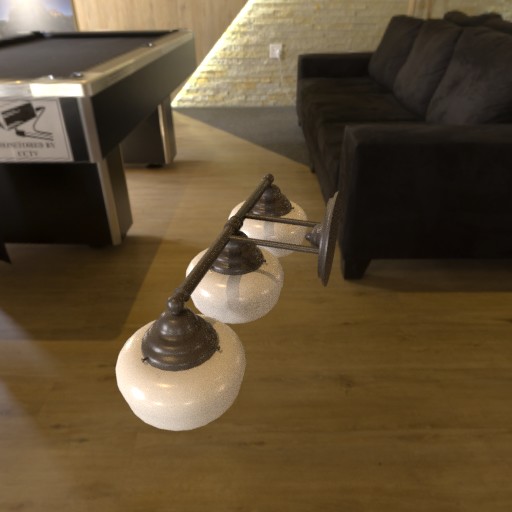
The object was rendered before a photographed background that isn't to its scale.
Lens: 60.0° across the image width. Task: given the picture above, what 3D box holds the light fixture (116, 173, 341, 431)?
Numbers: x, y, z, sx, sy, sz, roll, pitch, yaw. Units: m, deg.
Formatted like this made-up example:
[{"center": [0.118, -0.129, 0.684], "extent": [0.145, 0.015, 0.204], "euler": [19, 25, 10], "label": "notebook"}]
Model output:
[{"center": [0.000, 0.000, 0.714], "extent": [0.239, 0.242, 0.587], "euler": [9, 32, 14], "label": "light fixture"}]
